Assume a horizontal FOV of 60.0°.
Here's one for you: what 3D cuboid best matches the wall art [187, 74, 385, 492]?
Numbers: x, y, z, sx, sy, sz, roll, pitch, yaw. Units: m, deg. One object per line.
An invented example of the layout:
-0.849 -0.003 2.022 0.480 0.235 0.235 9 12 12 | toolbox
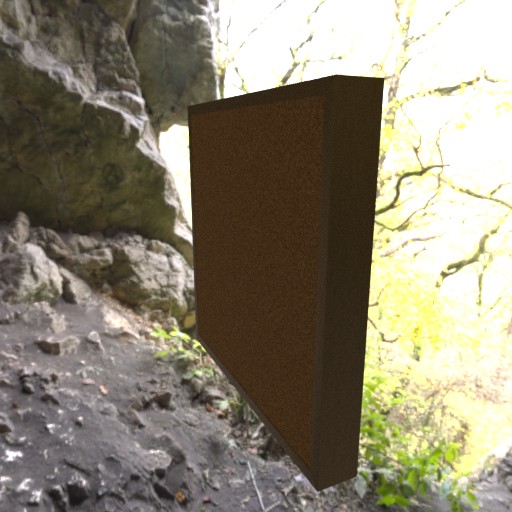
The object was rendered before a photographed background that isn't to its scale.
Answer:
0.000 0.000 0.448 0.038 0.305 0.304 -7 16 -25 | wall art
